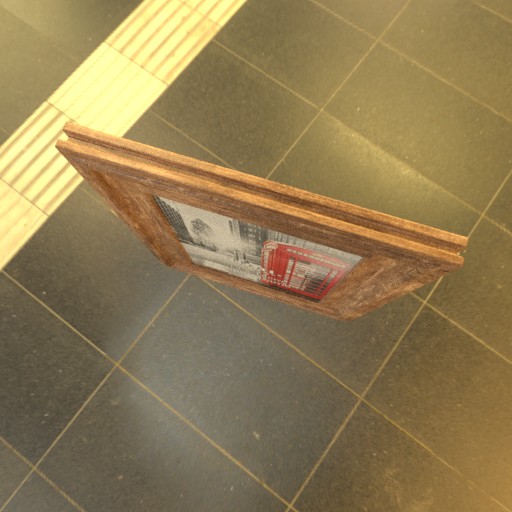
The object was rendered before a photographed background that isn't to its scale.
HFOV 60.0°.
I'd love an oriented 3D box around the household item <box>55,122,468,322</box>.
[{"bbox_3d":[0.000,0.000,0.309,0.186,0.237,0.018,17,77,4],"label":"household item"}]
